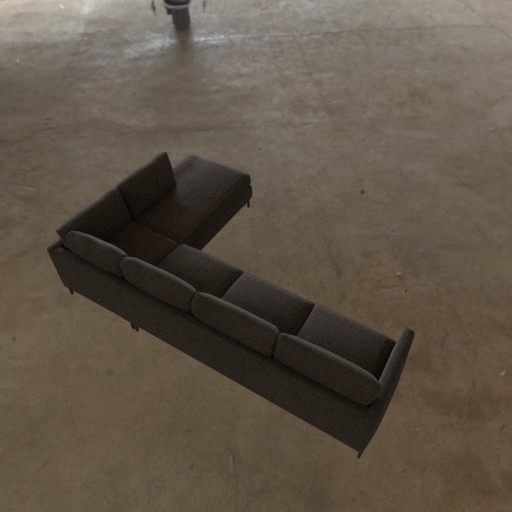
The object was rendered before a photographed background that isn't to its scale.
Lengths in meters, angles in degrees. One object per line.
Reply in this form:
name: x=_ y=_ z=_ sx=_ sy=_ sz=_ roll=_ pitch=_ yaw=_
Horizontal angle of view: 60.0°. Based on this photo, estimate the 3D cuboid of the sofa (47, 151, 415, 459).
sofa: x=0.000 y=0.000 z=3.908 sx=2.949 sy=0.815 sz=2.007 roll=24 pitch=50 yaw=21
